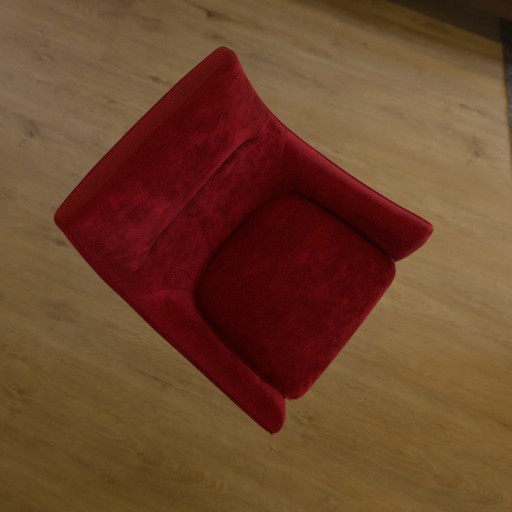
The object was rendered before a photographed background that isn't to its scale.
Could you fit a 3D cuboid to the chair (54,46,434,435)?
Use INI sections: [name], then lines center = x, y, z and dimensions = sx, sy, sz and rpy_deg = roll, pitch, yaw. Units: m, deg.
[chair]
center = 0.000, 0.000, 1.427
dimensions = 0.787, 0.838, 0.762
rpy_deg = 39, 80, 8
